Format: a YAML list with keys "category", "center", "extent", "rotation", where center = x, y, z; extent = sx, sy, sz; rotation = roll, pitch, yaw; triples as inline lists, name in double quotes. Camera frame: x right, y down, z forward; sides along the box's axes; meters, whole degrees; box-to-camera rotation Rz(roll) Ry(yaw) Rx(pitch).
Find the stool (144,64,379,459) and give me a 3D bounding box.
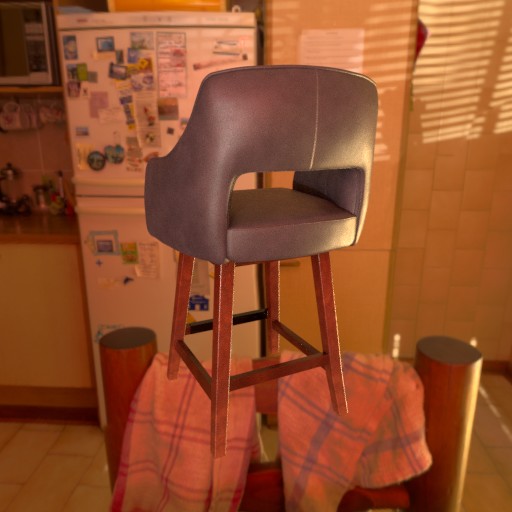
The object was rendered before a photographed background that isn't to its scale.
- category: "stool"
  center: [0.000, 0.000, 1.255]
  extent: [0.550, 0.936, 0.560]
  rotation: [-8, 18, -26]
